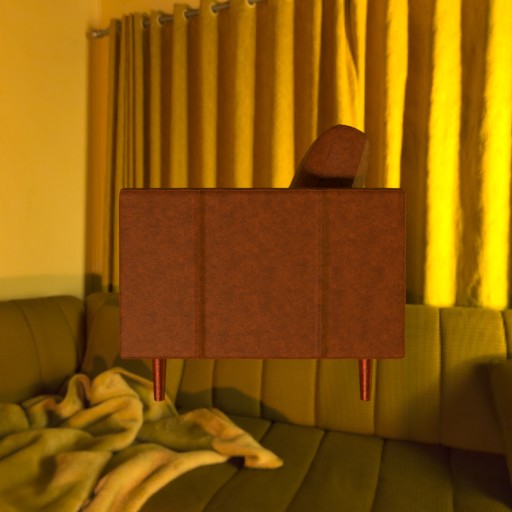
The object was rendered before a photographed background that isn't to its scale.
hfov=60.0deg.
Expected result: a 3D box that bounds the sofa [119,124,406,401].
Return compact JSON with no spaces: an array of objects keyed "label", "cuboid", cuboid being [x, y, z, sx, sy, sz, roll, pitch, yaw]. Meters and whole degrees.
[{"label":"sofa","cuboid":[0.000,0.000,2.125,0.909,0.951,1.578,0,1,0]}]
